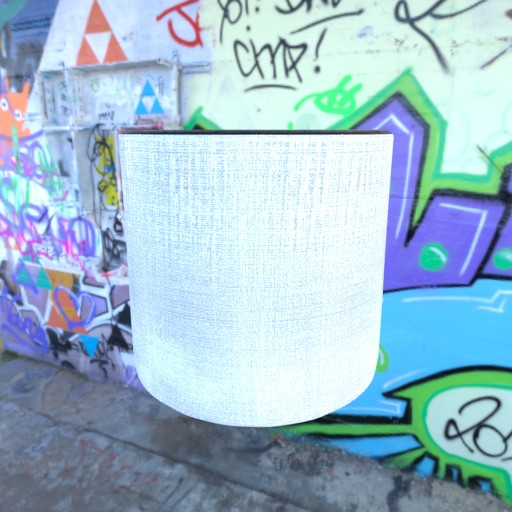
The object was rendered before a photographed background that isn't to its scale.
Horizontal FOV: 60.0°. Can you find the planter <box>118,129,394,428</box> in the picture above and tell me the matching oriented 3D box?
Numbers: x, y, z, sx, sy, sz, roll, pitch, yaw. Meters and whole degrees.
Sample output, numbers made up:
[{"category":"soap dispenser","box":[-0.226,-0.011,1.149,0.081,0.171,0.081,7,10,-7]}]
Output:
[{"category":"planter","box":[0.000,0.000,0.285,0.160,0.156,0.160,0,16,0]}]
